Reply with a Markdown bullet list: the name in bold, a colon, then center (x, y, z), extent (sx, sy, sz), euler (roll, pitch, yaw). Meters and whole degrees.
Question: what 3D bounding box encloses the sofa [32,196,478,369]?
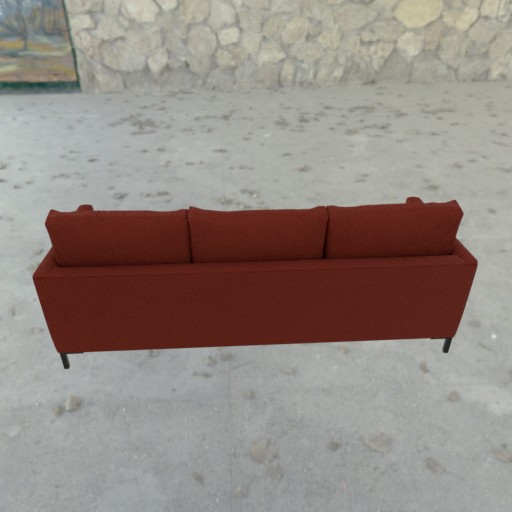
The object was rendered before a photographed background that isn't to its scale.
- **sofa**: center (0.000, 0.000, 2.650), extent (2.252, 0.879, 0.875), euler (-2, 31, -3)
